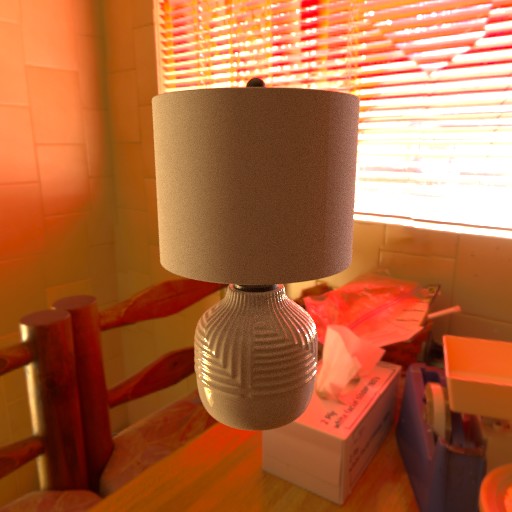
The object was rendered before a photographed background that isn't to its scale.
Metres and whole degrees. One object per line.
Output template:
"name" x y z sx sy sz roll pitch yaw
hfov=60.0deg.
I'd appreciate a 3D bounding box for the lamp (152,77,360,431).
"lamp" 0.000 0.000 0.751 0.318 0.567 0.318 0 14 0
